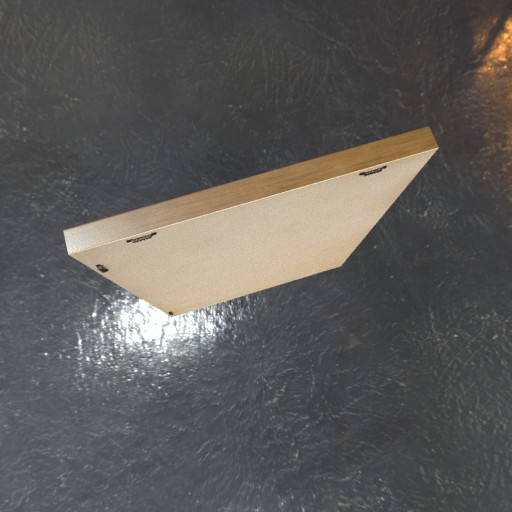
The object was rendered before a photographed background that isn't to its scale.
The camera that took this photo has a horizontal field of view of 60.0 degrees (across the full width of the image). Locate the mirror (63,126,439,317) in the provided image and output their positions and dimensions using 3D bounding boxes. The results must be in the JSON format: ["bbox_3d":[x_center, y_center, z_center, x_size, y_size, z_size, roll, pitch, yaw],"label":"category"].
[{"bbox_3d":[0.000,0.000,0.926,0.508,0.711,0.039,-17,76,-4],"label":"mirror"}]
